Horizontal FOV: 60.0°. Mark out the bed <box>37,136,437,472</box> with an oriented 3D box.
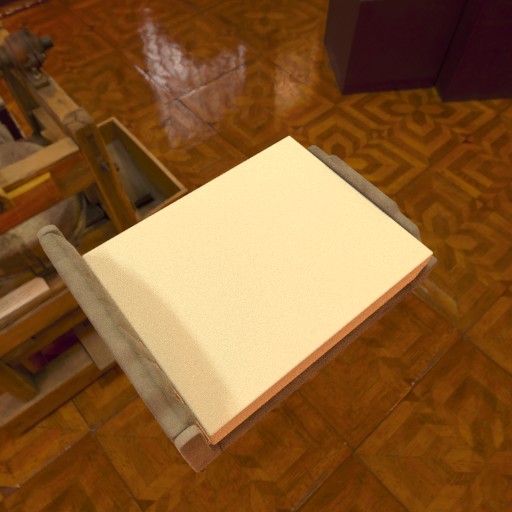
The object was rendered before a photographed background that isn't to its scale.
[{"bbox_3d":[0.000,0.000,3.242,2.340,1.245,1.676,-34,63,-20],"label":"bed"}]
